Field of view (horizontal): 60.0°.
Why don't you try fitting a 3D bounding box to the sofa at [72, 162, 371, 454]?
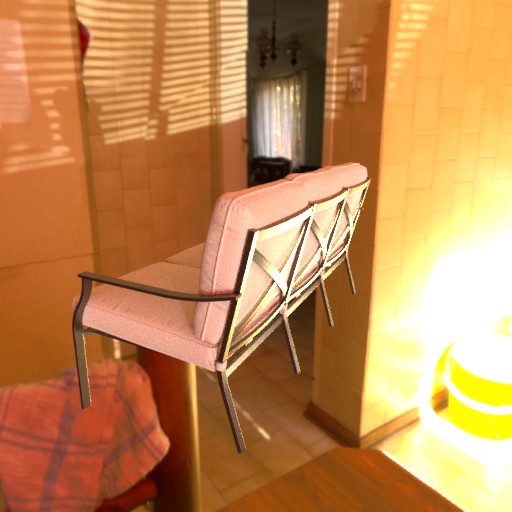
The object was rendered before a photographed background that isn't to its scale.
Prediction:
[{"bbox_3d":[0.000,0.000,2.208,0.787,0.860,1.740,7,17,24],"label":"sofa"}]
